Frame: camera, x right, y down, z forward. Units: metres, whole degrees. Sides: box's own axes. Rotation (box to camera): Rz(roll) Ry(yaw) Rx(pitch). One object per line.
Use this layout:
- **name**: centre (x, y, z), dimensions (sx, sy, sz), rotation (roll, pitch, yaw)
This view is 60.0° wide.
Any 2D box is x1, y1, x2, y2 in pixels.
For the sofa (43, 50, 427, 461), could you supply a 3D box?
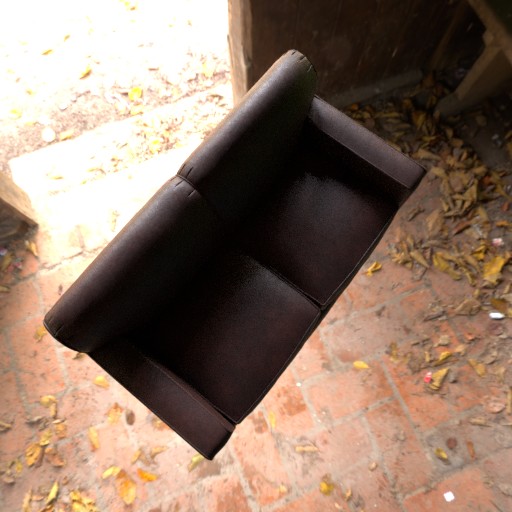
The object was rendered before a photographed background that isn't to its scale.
- **sofa**: centre (0.000, 0.000, 2.411), dimensions (1.000, 0.966, 1.856), rotation (37, 78, 10)
